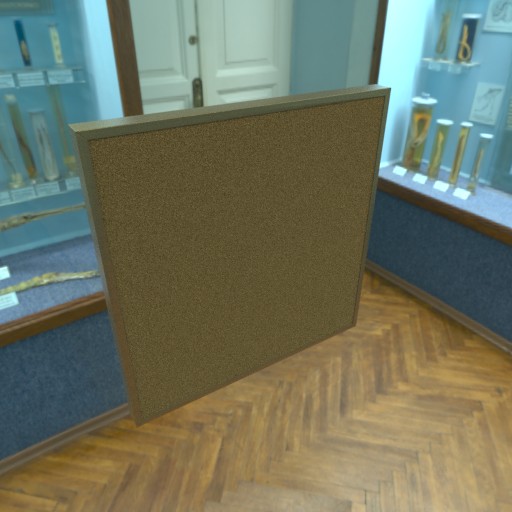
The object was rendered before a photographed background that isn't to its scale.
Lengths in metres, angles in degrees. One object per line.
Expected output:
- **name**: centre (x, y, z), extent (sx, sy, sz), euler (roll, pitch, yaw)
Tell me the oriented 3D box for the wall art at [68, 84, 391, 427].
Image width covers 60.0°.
- **wall art**: centre (0.000, 0.000, 0.758), extent (0.505, 0.505, 0.037), euler (-18, 35, -27)
